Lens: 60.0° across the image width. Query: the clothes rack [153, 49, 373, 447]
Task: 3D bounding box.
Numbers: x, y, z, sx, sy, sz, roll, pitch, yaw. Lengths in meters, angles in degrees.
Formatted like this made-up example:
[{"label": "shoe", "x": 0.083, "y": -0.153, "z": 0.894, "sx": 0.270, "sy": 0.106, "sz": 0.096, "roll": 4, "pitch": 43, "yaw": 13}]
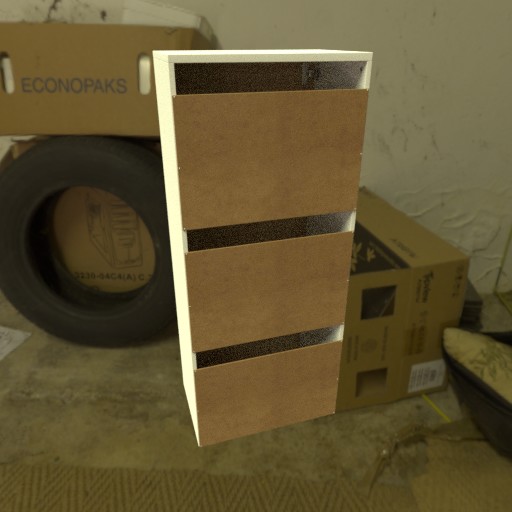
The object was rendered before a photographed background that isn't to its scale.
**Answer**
[{"label": "clothes rack", "x": 0.000, "y": 0.000, "z": 1.417, "sx": 0.500, "sy": 1.187, "sz": 0.331, "roll": -8, "pitch": 27, "yaw": -16}]
